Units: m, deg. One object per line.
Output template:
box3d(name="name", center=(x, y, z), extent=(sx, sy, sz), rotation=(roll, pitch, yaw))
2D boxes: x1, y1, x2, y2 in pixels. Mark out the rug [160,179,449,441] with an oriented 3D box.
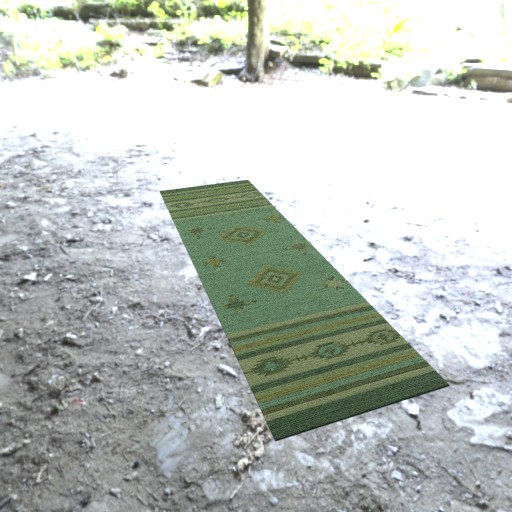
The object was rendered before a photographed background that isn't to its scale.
box3d(name="rug", center=(0.000, 0.000, 2.637), extent=(0.744, 0.010, 2.441), rotation=(-10, 32, -17))
